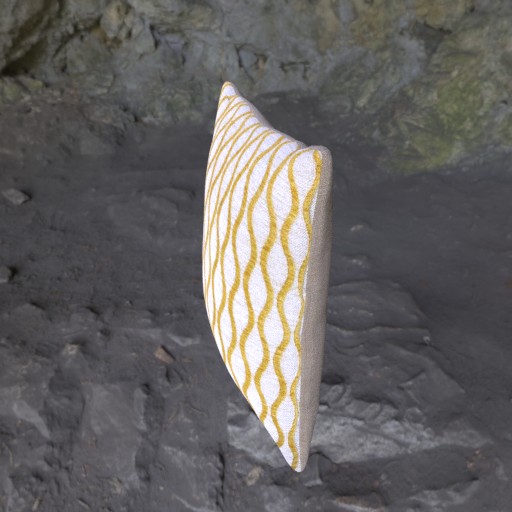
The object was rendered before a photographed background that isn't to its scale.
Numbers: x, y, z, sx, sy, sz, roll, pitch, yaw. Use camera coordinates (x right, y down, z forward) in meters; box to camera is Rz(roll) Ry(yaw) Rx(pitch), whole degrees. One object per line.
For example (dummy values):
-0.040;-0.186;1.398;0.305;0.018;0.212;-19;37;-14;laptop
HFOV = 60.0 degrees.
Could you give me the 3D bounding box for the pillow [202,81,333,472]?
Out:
0.000;0.000;0.661;0.159;0.436;0.429;-8;31;-13;pillow
